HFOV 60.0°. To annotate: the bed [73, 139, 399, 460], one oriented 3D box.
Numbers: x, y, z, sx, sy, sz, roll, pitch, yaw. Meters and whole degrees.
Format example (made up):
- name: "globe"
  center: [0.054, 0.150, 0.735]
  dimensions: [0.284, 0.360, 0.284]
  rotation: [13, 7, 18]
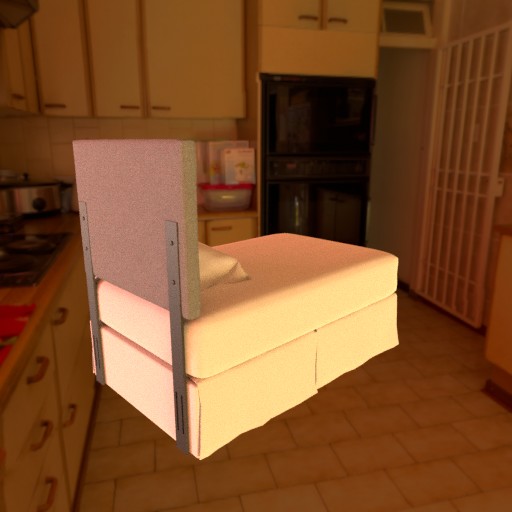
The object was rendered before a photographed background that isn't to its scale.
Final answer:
- name: "bed"
  center: [0.000, 0.000, 3.097]
  dimensions: [1.997, 1.571, 1.261]
  rotation: [-14, 20, -42]
